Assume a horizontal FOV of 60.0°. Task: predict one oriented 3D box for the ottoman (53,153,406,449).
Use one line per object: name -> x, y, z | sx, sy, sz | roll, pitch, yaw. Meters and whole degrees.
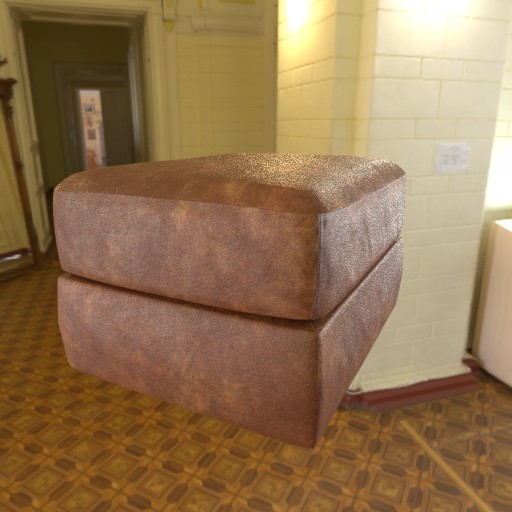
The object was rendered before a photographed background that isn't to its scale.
ottoman -> 0.000, 0.000, 1.105 | 0.603, 0.476, 0.751 | 8, 18, 26
